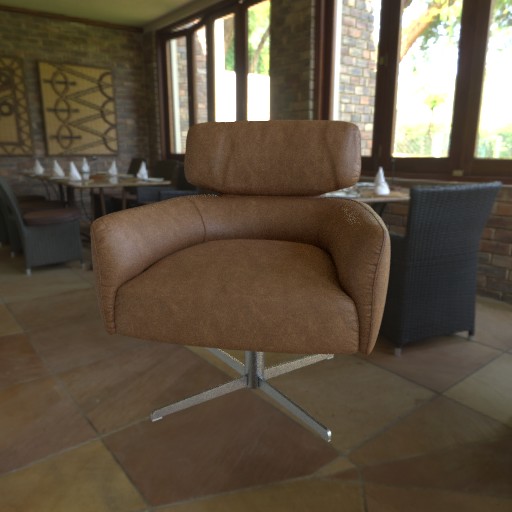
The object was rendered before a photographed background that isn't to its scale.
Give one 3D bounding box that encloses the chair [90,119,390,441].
[{"bbox_3d":[0.000,0.000,1.314,0.706,0.812,0.715,2,14,10],"label":"chair"}]
